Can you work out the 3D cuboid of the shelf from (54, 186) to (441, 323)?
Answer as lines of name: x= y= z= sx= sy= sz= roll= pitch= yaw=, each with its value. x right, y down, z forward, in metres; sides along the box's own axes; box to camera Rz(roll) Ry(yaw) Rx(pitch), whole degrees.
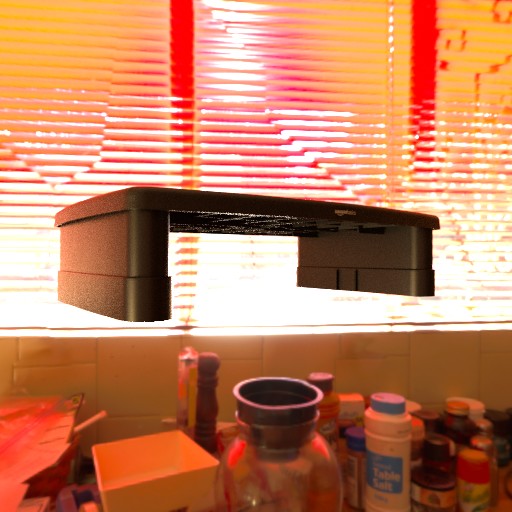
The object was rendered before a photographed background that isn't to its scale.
shelf: x=0.000 y=0.000 z=0.523 sx=0.410 sy=0.100 sz=0.280 roll=0 pitch=0 yaw=-37
